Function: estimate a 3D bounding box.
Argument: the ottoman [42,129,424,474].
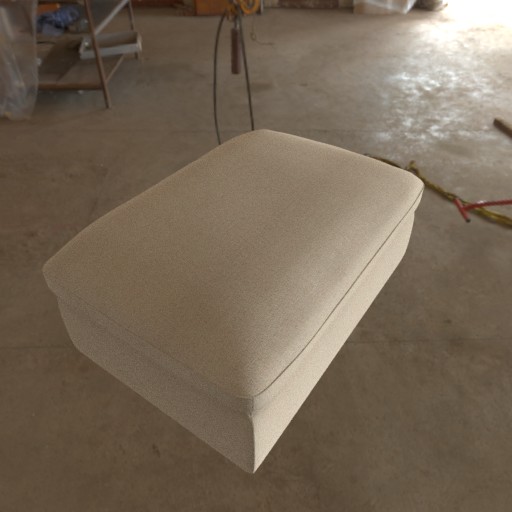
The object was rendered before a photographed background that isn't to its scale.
[{"bbox_3d":[0.000,0.000,1.343,0.686,0.453,0.984,25,46,26],"label":"ottoman"}]
